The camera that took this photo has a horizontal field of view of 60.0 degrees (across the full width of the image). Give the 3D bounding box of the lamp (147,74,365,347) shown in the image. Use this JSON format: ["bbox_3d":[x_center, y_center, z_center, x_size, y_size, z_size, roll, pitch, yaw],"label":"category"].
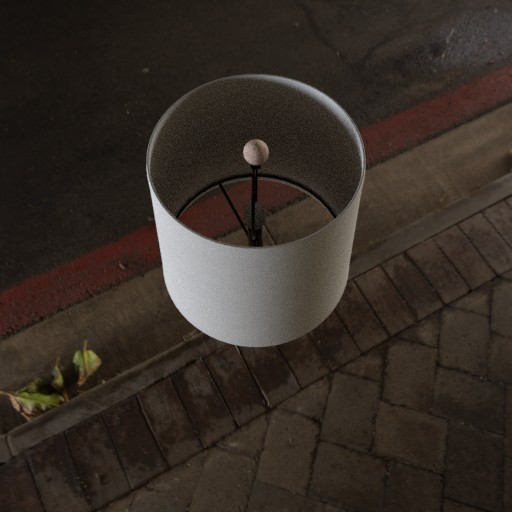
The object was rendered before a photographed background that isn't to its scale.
[{"bbox_3d":[0.000,0.000,0.654,0.273,0.497,0.273,0,64,0],"label":"lamp"}]
